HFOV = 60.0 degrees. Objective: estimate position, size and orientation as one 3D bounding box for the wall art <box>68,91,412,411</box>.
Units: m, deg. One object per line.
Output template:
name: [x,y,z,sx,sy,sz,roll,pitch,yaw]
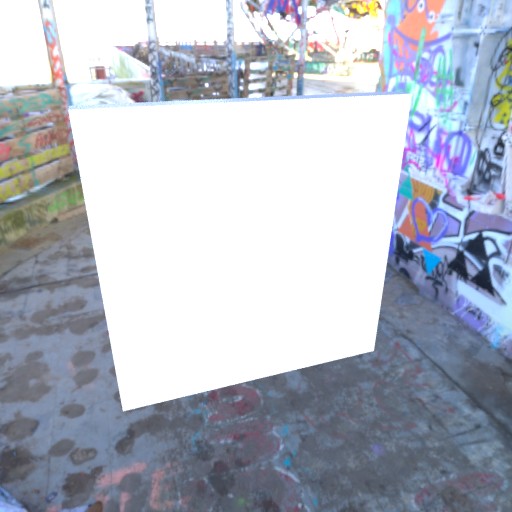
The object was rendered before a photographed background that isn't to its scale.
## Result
wall art: [0.000,0.000,0.528,0.355,0.355,0.027,-9,28,-17]
